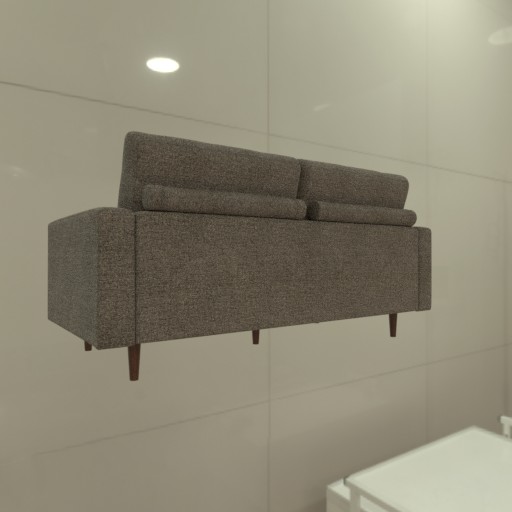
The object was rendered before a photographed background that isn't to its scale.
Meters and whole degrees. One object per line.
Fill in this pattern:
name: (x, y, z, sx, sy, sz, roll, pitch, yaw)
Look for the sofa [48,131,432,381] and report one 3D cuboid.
sofa: (0.000, 0.000, 2.271, 1.821, 0.902, 0.863, 0, 0, -35)
